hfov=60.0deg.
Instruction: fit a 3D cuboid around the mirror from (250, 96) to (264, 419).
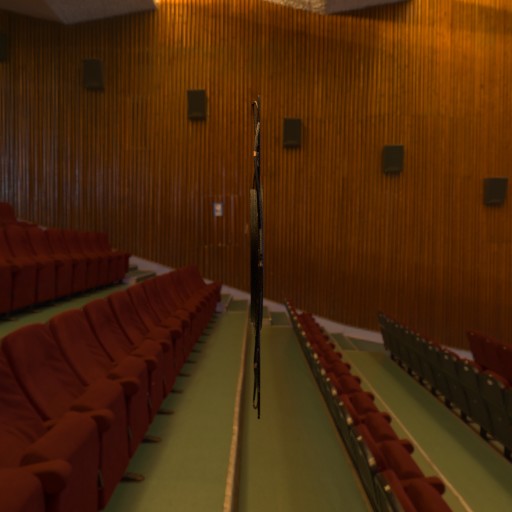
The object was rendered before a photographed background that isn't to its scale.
[{"bbox_3d":[0.000,0.000,1.144,0.028,0.775,0.797,0,2,-1],"label":"mirror"}]
